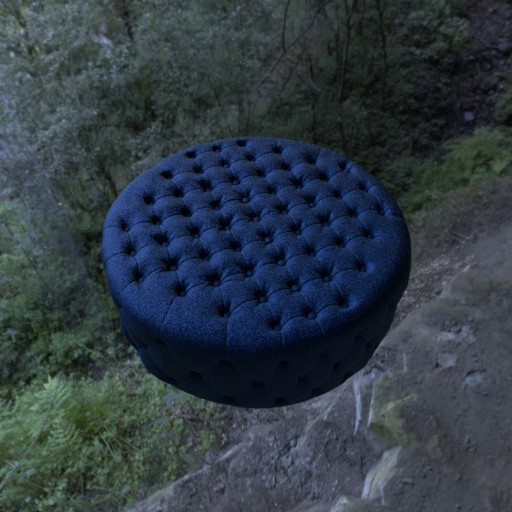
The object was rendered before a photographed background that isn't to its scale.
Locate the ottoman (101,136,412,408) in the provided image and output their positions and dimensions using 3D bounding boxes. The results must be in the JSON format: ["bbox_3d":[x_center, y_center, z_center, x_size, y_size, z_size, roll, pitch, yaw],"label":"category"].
[{"bbox_3d":[0.000,0.000,1.542,0.998,0.398,0.998,0,48,0],"label":"ottoman"}]
